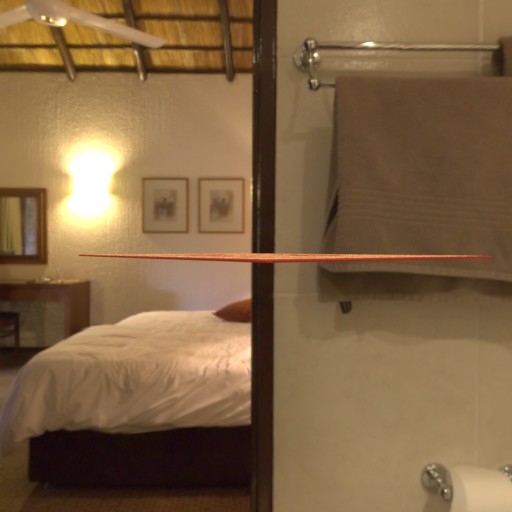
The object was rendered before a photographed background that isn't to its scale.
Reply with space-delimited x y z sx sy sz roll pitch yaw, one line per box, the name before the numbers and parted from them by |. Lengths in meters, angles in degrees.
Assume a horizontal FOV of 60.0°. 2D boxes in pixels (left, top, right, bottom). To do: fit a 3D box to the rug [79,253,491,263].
rug | 0.000 0.000 2.859 1.593 0.013 2.211 -1 1 -37
